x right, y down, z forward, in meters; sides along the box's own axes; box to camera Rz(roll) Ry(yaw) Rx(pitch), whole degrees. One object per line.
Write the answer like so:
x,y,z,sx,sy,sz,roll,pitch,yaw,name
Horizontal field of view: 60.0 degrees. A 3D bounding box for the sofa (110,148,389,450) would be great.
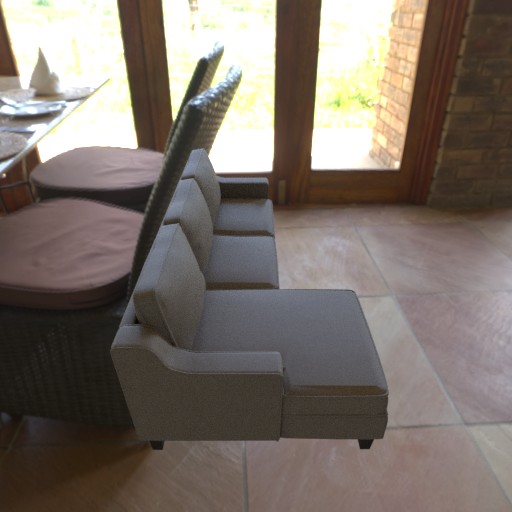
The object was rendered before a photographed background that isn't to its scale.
0.000,0.000,3.160,1.294,0.928,2.561,0,30,0,sofa
